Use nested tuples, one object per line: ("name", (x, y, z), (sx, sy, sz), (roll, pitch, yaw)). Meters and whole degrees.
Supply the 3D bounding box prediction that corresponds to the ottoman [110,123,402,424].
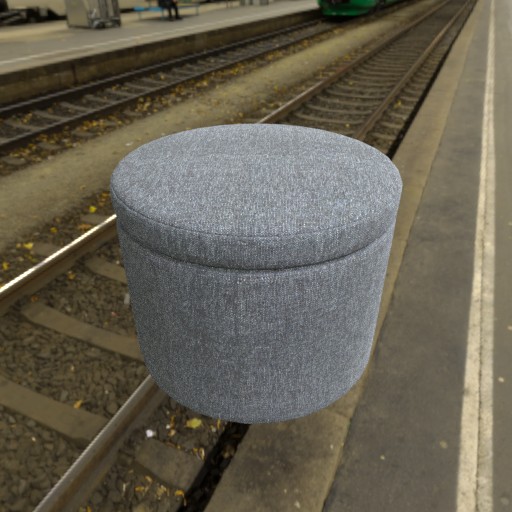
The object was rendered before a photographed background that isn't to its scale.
("ottoman", (0.000, 0.000, 0.880), (0.500, 0.419, 0.500), (0, 33, 0))
